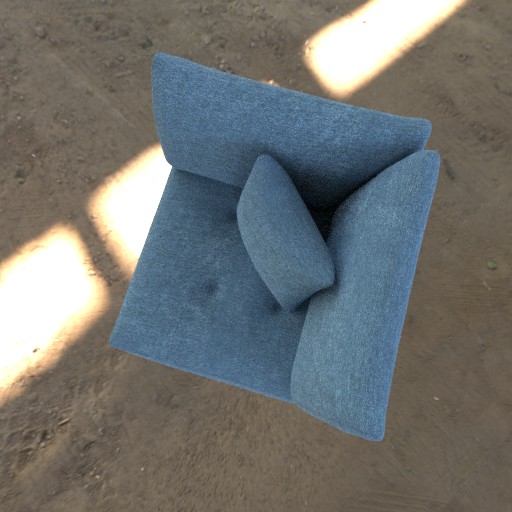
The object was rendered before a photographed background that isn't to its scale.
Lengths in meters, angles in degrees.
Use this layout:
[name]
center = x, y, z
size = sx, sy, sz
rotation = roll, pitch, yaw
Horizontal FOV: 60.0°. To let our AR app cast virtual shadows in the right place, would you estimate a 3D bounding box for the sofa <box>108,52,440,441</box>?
[sofa]
center = 0.000, 0.000, 1.700
size = 1.000, 0.820, 1.000
rotation = 16, 78, 4
